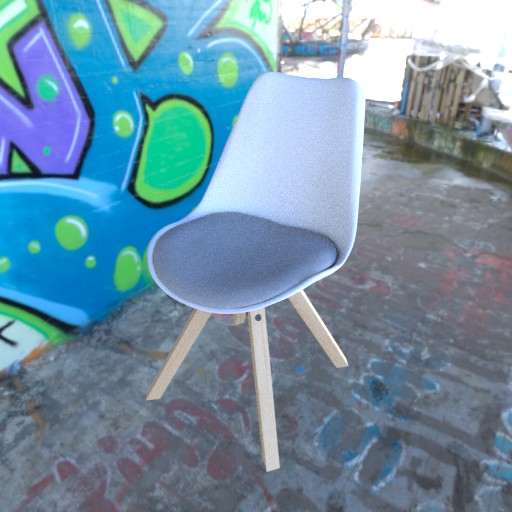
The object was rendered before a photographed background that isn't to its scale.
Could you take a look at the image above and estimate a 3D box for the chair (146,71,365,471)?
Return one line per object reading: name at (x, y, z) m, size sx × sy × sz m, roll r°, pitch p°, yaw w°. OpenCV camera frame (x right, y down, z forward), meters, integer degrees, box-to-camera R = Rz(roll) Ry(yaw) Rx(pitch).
chair at (0.000, 0.000, 1.177) m, size 0.485 × 0.850 × 0.550 m, roll 18°, pitch 34°, yaw 29°
